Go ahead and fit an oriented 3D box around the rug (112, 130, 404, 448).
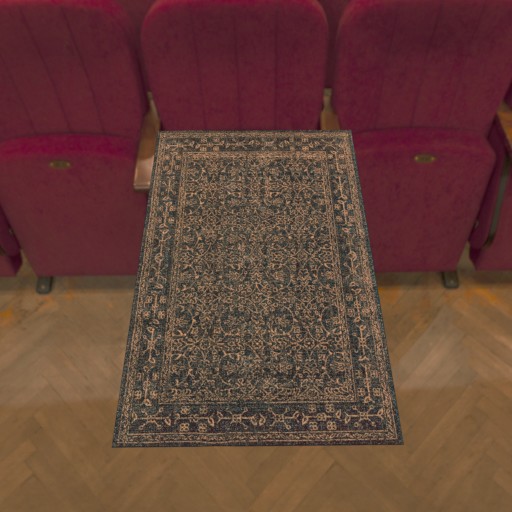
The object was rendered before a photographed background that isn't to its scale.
[{"bbox_3d":[0.000,0.000,2.285,1.200,0.005,1.819,0,59,0],"label":"rug"}]
